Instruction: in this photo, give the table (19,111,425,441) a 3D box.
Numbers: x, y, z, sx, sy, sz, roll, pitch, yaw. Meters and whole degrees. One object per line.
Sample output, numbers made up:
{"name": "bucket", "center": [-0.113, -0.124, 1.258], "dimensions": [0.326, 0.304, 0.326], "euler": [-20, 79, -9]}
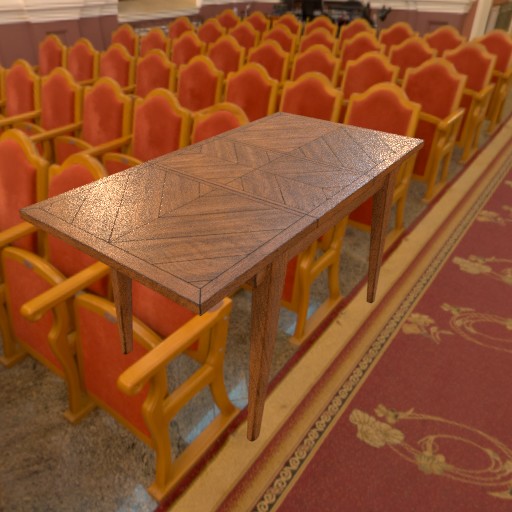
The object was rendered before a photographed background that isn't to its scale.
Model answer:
{"name": "table", "center": [0.000, 0.000, 1.834], "dimensions": [0.757, 0.760, 1.400], "euler": [22, 39, 31]}
